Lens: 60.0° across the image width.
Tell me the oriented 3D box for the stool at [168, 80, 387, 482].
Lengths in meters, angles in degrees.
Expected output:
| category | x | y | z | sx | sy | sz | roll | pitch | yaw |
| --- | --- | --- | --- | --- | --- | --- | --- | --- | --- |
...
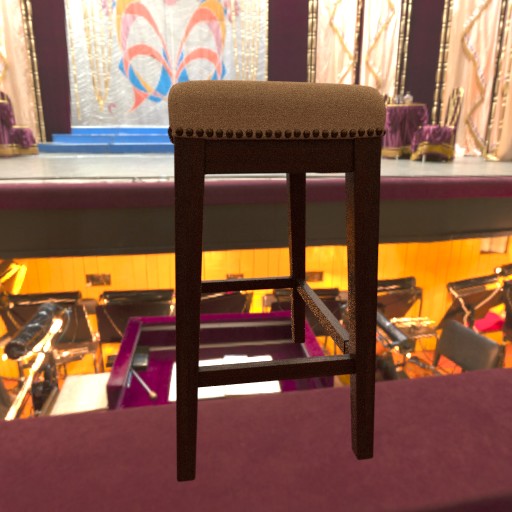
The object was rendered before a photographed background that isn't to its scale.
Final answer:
| category | x | y | z | sx | sy | sz | roll | pitch | yaw |
| --- | --- | --- | --- | --- | --- | --- | --- | --- | --- |
| stool | 0.000 | 0.000 | 0.953 | 0.363 | 0.669 | 0.509 | -3 | 16 | -9 |
